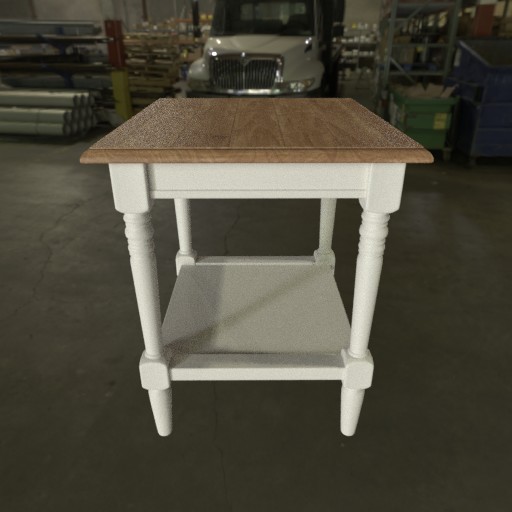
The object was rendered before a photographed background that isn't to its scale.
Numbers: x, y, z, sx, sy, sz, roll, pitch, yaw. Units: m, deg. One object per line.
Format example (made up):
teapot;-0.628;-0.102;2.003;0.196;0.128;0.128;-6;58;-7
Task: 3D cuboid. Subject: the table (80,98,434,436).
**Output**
table;0.000;0.000;0.919;0.457;0.561;0.508;0;27;0
